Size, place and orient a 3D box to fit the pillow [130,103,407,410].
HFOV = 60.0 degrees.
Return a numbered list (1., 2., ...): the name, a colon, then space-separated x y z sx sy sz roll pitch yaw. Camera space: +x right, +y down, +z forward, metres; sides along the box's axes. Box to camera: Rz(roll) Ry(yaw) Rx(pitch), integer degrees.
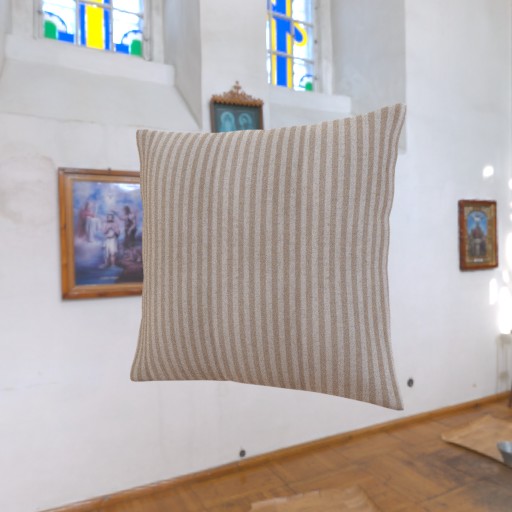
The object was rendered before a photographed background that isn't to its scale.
1. pillow: 0.000 0.000 0.814 0.523 0.510 0.166 0 0 17
